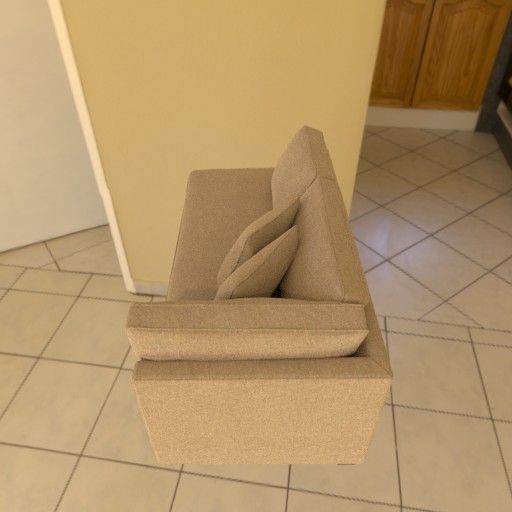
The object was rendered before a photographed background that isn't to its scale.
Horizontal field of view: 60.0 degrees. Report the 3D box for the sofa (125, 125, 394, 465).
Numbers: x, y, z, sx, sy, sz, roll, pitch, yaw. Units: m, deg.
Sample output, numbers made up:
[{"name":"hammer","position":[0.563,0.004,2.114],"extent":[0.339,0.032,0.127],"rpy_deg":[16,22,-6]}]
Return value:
[{"name":"sofa","position":[0.000,0.000,2.802],"extent":[1.110,1.019,2.238],"rpy_deg":[0,41,-1]}]
